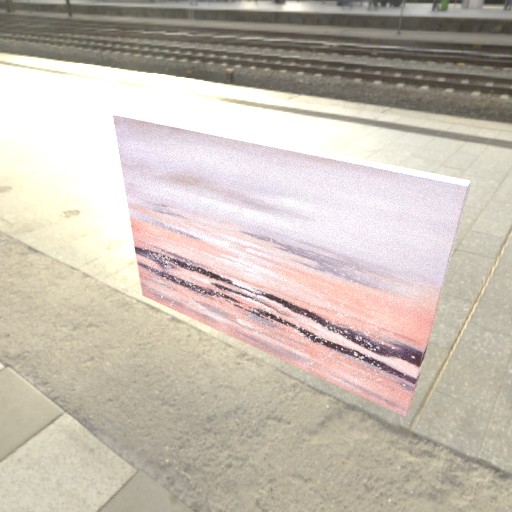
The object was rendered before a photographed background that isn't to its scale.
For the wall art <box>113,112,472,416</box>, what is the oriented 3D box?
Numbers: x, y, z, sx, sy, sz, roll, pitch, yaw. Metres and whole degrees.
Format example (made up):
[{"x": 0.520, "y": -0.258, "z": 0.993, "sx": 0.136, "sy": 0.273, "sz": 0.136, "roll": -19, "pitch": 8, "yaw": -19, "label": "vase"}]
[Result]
[{"x": 0.000, "y": 0.000, "z": 1.162, "sx": 0.913, "sy": 0.609, "sz": 0.038, "roll": 19, "pitch": 36, "yaw": 28, "label": "wall art"}]
